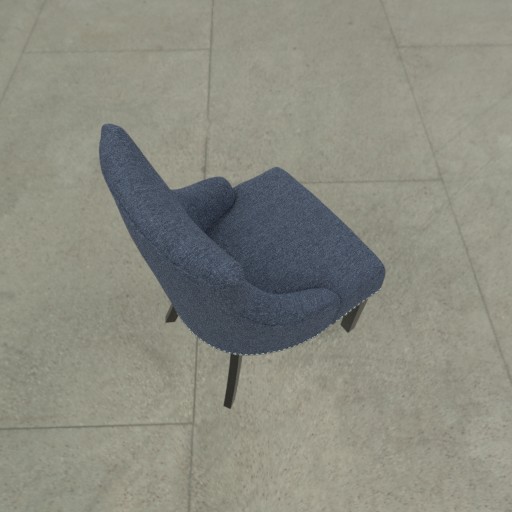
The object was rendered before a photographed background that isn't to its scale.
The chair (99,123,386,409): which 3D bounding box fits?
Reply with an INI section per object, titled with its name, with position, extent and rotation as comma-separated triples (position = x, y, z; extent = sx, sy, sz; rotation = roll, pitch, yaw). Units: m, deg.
[chair]
position = 0.000, 0.000, 1.330
extent = 0.629, 0.909, 0.566
rotation = -32, 63, -19
